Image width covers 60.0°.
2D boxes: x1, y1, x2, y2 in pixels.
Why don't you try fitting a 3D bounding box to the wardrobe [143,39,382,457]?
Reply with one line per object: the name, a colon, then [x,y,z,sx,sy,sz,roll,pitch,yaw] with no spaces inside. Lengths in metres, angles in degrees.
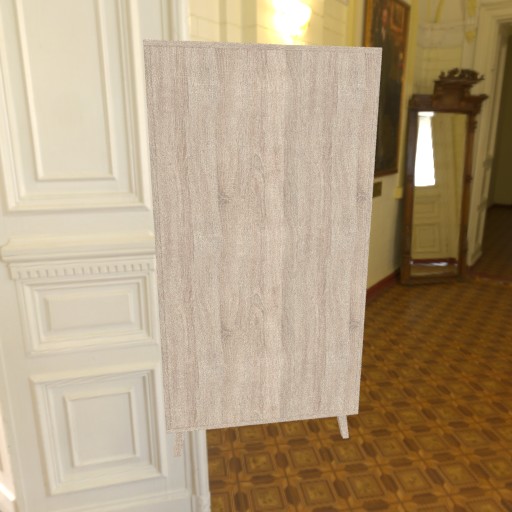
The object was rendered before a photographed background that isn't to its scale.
wardrobe: [0.000,0.000,2.357,1.000,1.960,0.600,-2,15,-9]
